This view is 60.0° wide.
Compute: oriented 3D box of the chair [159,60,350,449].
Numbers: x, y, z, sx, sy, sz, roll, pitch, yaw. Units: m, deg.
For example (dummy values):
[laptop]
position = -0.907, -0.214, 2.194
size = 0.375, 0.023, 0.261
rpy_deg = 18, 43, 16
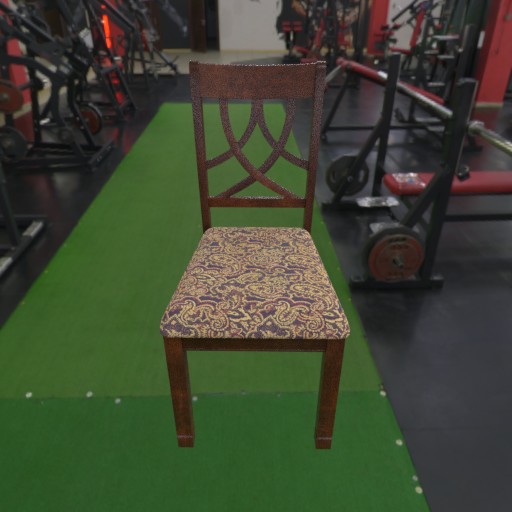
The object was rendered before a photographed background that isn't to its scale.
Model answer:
[chair]
position = 0.000, 0.000, 1.271
size = 0.457, 0.965, 0.584
rpy_deg = 0, 31, 1
